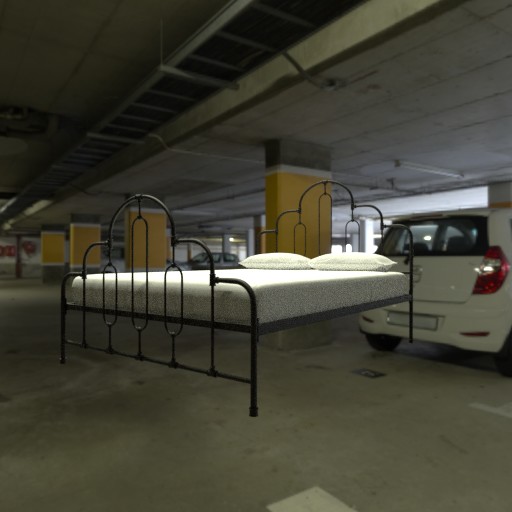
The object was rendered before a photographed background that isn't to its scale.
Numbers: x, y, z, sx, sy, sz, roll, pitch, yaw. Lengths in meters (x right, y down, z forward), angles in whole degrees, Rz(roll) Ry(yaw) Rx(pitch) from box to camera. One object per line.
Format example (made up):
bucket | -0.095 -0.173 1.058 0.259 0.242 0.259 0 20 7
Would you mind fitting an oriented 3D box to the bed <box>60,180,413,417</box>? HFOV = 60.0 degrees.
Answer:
bed | 0.000 0.000 3.298 1.640 1.429 2.163 0 0 37
